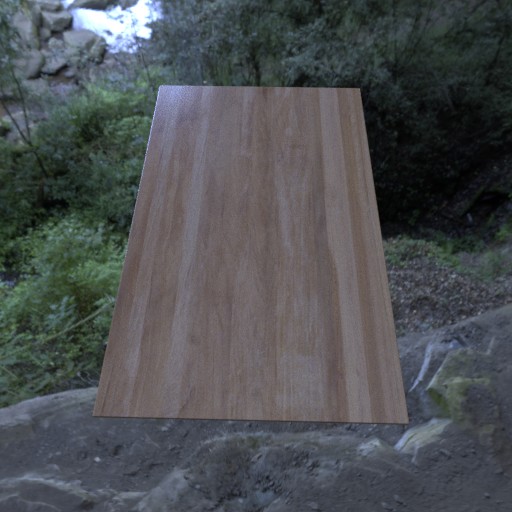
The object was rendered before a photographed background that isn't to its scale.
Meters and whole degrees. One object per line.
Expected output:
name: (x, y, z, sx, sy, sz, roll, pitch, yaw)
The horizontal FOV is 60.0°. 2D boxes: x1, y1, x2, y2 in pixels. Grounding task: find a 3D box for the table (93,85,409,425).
table: (0.000, 0.000, 1.437, 0.692, 0.441, 1.100, 1, 59, 1)
